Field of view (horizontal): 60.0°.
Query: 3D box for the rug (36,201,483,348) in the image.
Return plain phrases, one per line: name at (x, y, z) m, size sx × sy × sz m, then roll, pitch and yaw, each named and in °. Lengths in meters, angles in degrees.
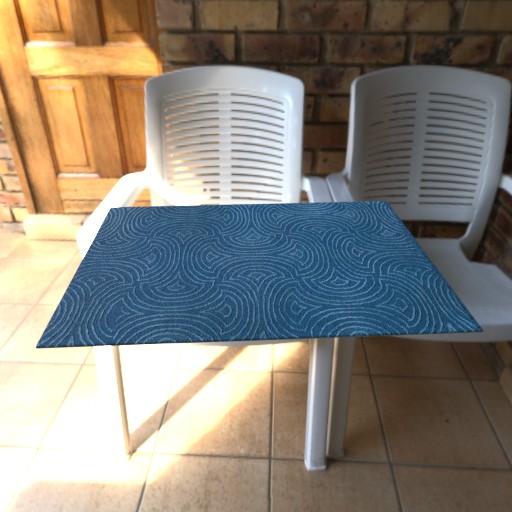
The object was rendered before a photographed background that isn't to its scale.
rug at (0.000, 0.000, 2.776) m, size 2.144 × 0.015 × 1.543 m, roll -2°, pitch 31°, yaw -3°
